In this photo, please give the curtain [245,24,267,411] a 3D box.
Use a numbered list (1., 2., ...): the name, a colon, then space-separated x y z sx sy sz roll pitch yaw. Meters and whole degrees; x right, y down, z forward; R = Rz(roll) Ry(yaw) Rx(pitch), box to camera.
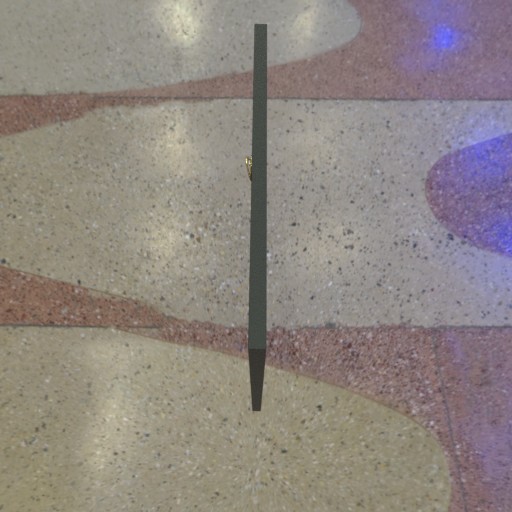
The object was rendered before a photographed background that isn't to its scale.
1. curtain: 0.000 0.000 0.817 0.027 0.585 0.483 1 65 0
